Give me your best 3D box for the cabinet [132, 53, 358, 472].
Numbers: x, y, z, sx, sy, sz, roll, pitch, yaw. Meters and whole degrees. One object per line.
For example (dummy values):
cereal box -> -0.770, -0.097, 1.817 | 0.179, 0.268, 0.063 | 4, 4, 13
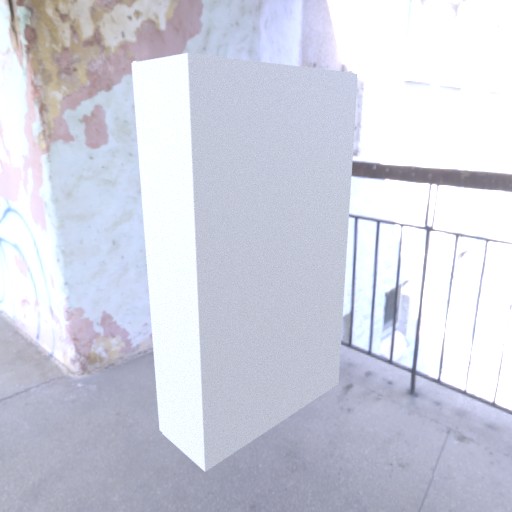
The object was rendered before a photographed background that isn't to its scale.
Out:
cabinet -> 0.000, 0.000, 2.743 | 1.250, 2.160, 0.480 | -16, 23, -41
